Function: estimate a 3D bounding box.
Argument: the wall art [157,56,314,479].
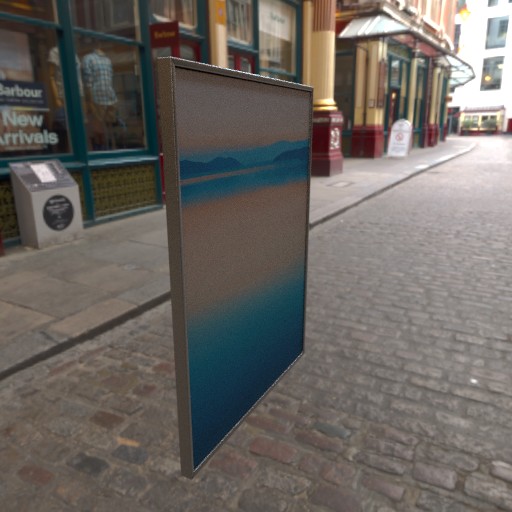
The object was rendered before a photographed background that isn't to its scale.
[{"bbox_3d":[0.000,0.000,1.405,0.037,1.062,0.801,9,18,27],"label":"wall art"}]
